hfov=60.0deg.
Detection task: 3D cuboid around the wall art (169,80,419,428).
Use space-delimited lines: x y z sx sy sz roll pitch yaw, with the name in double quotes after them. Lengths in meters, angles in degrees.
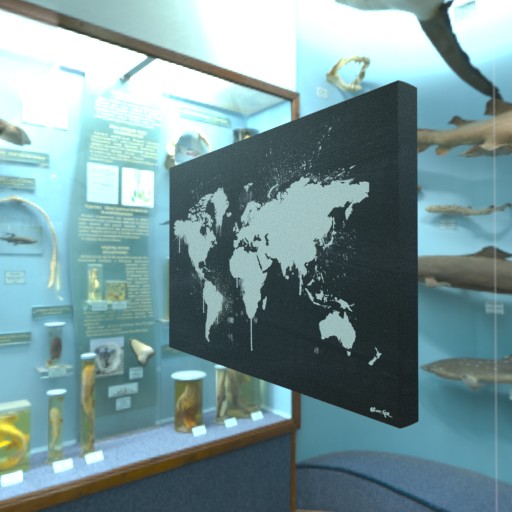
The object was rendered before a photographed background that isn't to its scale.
0.000 0.000 0.771 0.038 0.409 0.610 0 -1 -37 "wall art"
